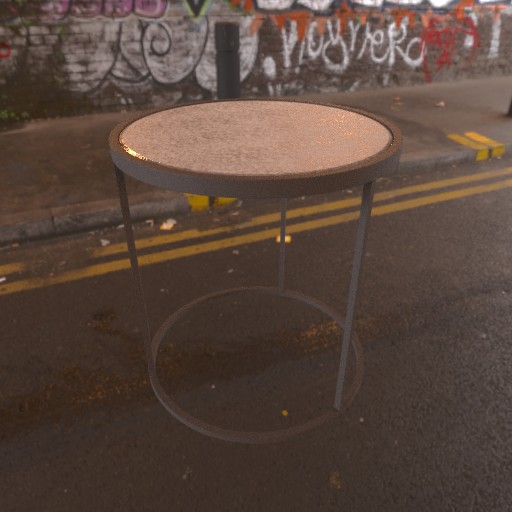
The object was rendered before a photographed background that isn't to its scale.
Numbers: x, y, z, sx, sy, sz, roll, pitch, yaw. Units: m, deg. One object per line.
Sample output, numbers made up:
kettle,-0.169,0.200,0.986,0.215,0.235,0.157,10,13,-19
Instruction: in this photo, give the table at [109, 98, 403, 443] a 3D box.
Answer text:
table,0.000,0.000,0.863,0.470,0.498,0.470,0,31,0
